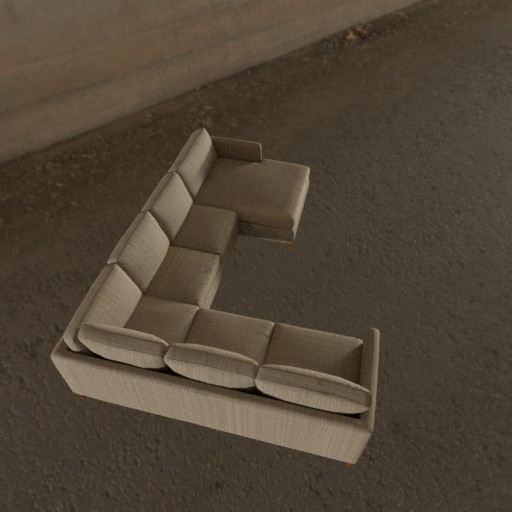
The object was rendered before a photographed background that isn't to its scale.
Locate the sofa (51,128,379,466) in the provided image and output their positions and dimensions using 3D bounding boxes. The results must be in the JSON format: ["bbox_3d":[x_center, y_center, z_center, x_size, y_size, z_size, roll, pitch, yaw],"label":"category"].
[{"bbox_3d":[0.000,0.000,4.649,2.594,0.961,3.460,10,47,10],"label":"sofa"}]
